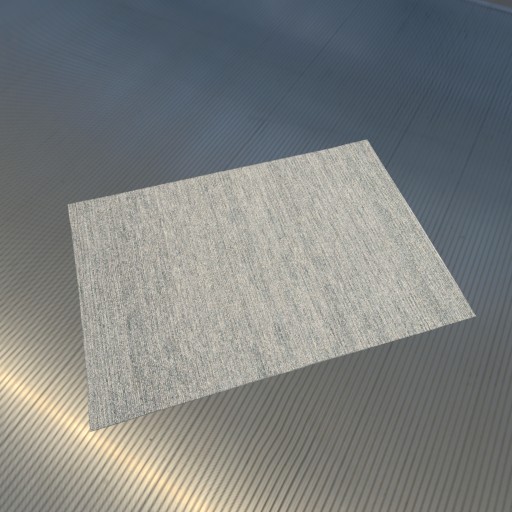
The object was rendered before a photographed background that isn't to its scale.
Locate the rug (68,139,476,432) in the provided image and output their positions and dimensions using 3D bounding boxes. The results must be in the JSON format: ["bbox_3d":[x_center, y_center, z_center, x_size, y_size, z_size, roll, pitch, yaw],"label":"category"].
[{"bbox_3d":[0.000,0.000,2.937,2.338,0.030,1.616,-14,58,-9],"label":"rug"}]
